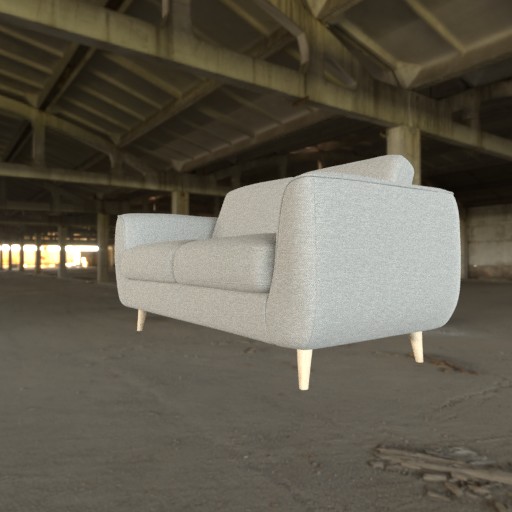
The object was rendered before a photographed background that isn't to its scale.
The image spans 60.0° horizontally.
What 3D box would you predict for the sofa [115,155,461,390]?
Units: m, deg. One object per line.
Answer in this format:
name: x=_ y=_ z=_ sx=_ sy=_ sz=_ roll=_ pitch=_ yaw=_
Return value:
sofa: x=0.000 y=0.000 z=2.155 sx=0.920 sy=0.850 sz=1.700 roll=0 pitch=0 yaw=-36
